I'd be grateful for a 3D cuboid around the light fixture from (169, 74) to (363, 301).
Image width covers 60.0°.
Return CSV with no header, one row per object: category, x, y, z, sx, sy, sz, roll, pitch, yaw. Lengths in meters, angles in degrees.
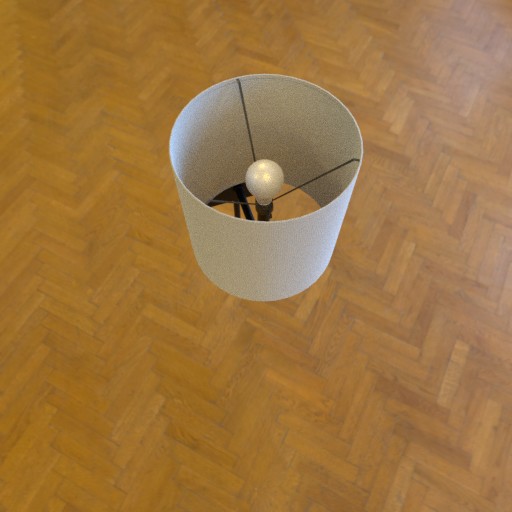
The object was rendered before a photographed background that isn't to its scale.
light fixture,0.000,0.000,0.704,0.188,0.589,0.248,-16,64,-8
